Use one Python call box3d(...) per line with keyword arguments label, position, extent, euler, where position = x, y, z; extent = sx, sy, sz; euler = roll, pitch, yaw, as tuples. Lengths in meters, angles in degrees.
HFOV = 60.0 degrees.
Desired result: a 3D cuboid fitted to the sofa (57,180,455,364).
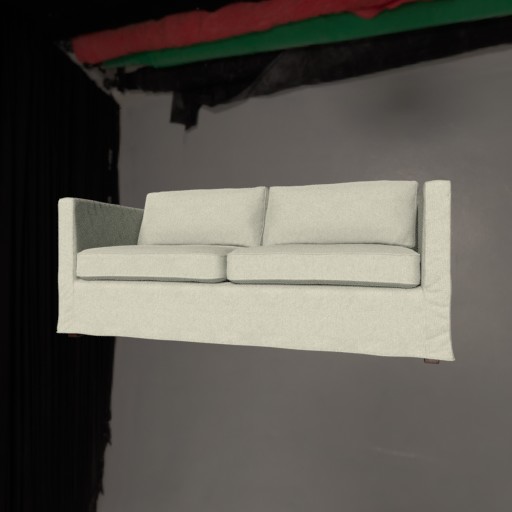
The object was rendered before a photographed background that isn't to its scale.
box3d(label="sofa", position=(0.000, 0.000, 2.503), extent=(1.987, 0.870, 0.940), euler=(0, 1, 18))
